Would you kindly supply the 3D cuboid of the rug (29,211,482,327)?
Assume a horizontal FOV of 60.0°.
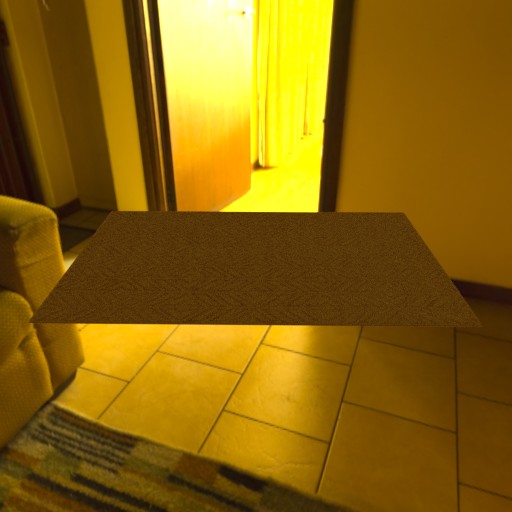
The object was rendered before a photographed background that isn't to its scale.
[{"bbox_3d":[0.000,0.000,3.034,2.438,0.008,1.523,0,29,1],"label":"rug"}]
